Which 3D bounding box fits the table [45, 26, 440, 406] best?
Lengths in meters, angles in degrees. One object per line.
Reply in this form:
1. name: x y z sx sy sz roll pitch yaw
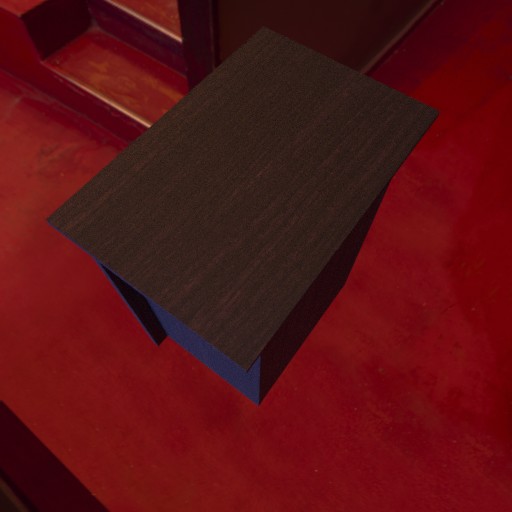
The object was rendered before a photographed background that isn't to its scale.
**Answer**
1. table: 0.000 0.000 1.077 0.406 0.711 0.591 33 68 16
